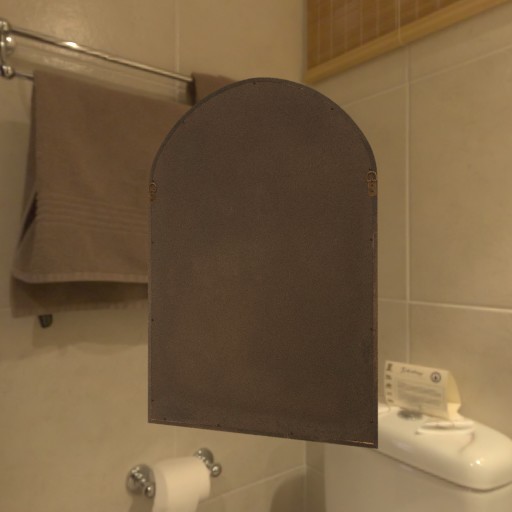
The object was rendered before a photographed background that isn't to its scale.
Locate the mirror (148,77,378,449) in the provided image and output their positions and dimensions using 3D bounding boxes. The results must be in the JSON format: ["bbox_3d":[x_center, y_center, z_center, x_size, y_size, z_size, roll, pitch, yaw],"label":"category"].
[{"bbox_3d":[0.000,0.000,1.150,0.609,0.915,0.032,0,0,16],"label":"mirror"}]
